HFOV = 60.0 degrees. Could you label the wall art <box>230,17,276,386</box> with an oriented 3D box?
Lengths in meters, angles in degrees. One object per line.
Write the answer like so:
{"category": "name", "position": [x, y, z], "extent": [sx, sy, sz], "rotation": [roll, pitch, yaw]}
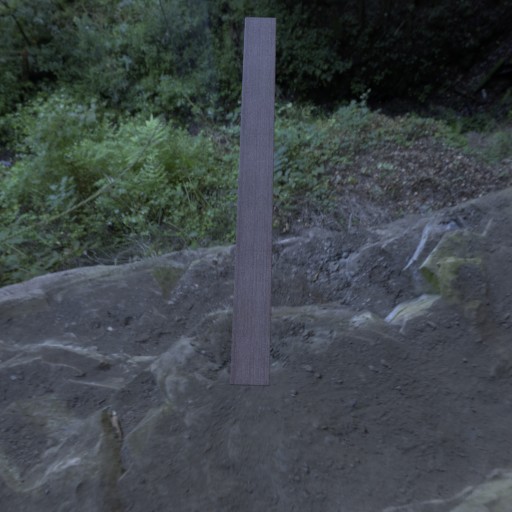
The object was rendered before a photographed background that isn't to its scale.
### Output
{"category": "wall art", "position": [0.000, 0.000, 0.642], "extent": [0.031, 0.509, 0.356], "rotation": [1, 74, 0]}
